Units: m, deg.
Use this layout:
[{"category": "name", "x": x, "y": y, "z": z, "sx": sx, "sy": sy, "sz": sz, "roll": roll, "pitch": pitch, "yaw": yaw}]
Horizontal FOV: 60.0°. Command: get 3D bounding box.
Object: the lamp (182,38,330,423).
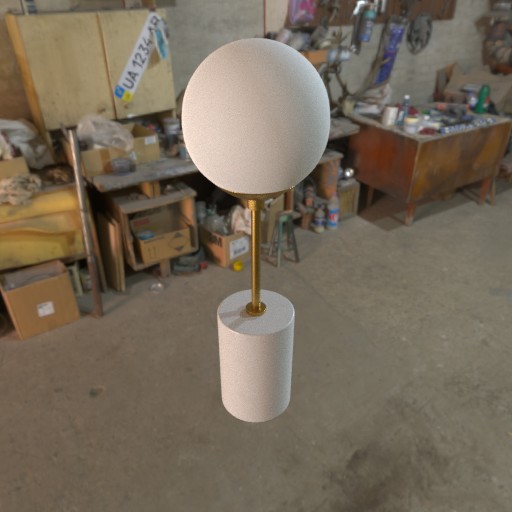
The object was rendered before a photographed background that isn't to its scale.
[{"category": "lamp", "x": 0.000, "y": 0.000, "z": 0.543, "sx": 0.153, "sy": 0.480, "sz": 0.153, "roll": 0, "pitch": 30, "yaw": 0}]
